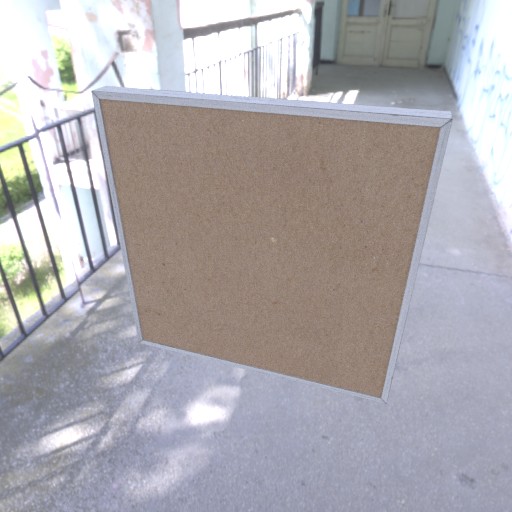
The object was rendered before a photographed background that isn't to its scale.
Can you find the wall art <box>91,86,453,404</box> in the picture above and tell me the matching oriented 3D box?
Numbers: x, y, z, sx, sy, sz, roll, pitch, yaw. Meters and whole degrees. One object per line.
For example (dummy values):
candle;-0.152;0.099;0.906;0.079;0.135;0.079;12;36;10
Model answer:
wall art;0.000;0.000;0.747;0.508;0.508;0.038;10;33;15
